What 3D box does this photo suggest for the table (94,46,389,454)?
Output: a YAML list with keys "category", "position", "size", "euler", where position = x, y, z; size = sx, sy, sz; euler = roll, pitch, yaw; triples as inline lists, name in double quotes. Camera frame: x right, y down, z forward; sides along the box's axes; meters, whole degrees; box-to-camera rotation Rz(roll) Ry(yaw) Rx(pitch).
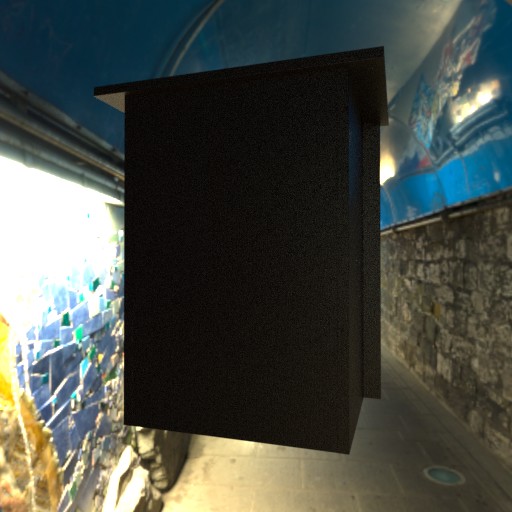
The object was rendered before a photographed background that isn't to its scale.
- category: "table"
  position: [0.000, 0.000, 1.036]
  size: [0.589, 0.711, 0.408]
  euler: [0, -1, 18]
